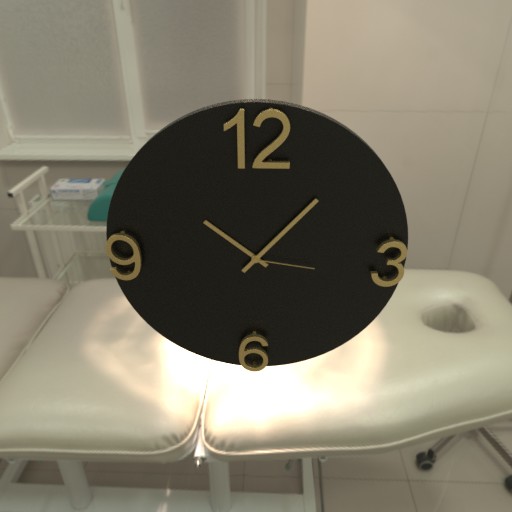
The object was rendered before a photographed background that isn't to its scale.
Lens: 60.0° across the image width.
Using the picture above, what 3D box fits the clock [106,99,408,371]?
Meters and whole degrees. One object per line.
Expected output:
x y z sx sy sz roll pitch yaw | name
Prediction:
0.000 0.000 0.677 0.454 0.454 0.038 1 30 2 | clock
